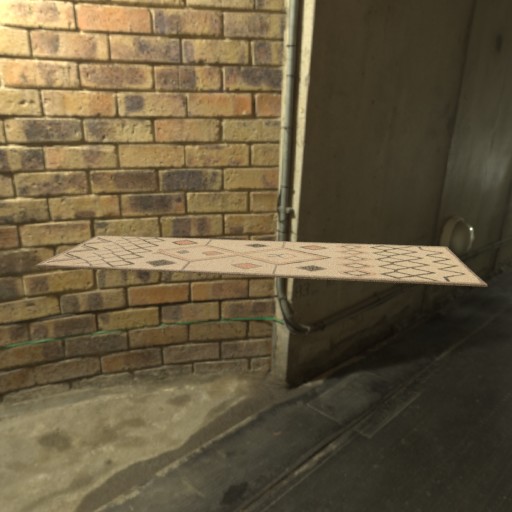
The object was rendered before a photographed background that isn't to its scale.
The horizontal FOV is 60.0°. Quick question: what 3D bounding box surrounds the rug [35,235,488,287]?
[{"bbox_3d":[0.000,0.000,2.719,2.435,0.011,0.750,2,16,8],"label":"rug"}]
